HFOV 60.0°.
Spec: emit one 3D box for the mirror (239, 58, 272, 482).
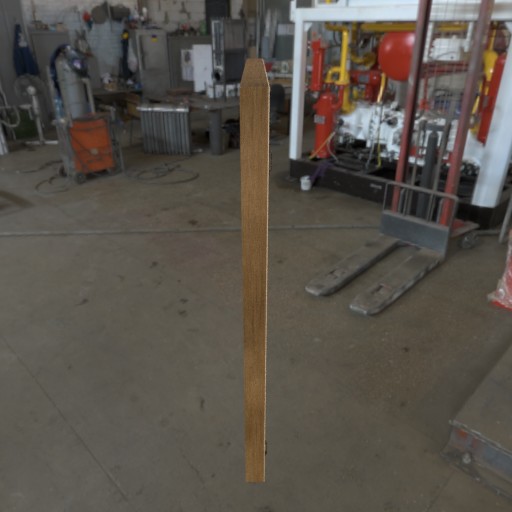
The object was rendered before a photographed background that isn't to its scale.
[{"bbox_3d":[0.000,0.000,0.908,0.040,0.710,0.507,0,27,0],"label":"mirror"}]
